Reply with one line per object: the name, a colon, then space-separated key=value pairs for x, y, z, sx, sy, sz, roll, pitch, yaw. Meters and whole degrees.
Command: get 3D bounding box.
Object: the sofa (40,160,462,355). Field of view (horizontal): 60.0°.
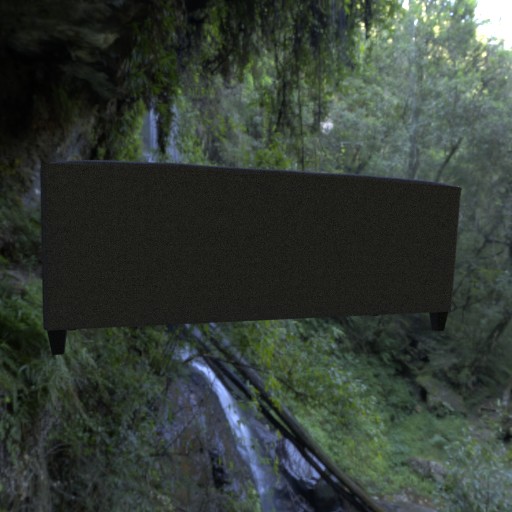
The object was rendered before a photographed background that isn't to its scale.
sofa: x=0.000 y=0.000 z=2.667 sx=2.235 sy=0.901 sz=0.914 roll=0 pitch=0 yaw=-18
